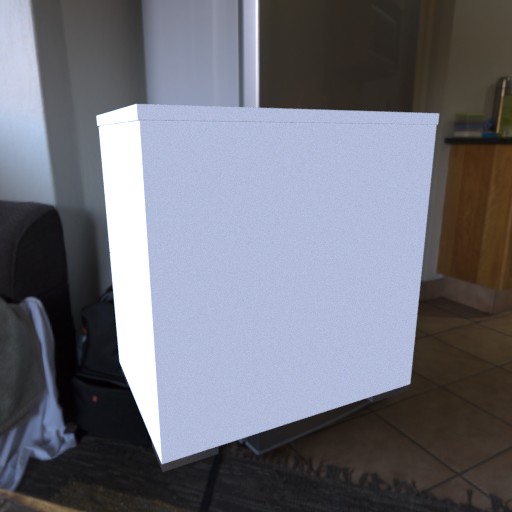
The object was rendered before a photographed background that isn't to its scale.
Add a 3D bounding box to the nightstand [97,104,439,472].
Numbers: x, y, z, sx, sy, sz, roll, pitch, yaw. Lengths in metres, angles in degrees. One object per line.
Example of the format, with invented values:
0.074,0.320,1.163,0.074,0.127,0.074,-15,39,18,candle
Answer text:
0.000,0.000,0.758,0.441,0.460,0.325,-7,17,-26,nightstand
